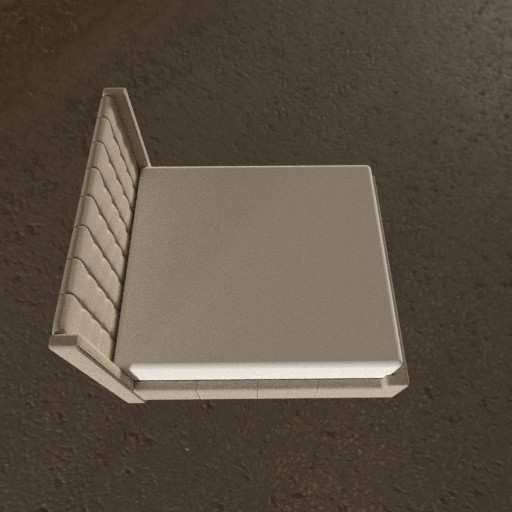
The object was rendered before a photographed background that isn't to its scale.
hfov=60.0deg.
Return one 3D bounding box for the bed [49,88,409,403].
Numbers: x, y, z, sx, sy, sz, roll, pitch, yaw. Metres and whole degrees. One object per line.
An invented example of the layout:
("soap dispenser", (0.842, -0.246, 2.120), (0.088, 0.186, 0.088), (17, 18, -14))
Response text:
("bed", (0.000, 0.000, 3.688), (2.370, 1.743, 2.045), (-1, 62, 0))
